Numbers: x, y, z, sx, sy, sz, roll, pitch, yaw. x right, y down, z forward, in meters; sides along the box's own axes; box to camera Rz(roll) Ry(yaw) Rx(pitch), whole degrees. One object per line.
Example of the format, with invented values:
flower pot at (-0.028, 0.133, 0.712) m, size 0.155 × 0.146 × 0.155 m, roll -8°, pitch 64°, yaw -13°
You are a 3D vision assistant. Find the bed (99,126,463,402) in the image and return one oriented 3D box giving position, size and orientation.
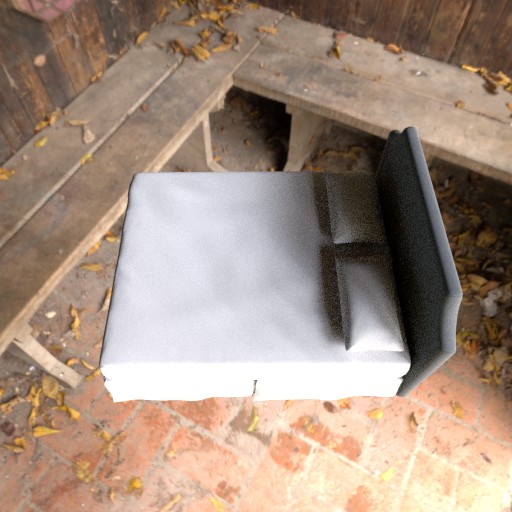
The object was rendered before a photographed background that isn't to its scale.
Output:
bed at (0.000, 0.000, 3.299) m, size 2.259 × 1.296 × 1.811 m, roll 0°, pitch 58°, yaw 0°
